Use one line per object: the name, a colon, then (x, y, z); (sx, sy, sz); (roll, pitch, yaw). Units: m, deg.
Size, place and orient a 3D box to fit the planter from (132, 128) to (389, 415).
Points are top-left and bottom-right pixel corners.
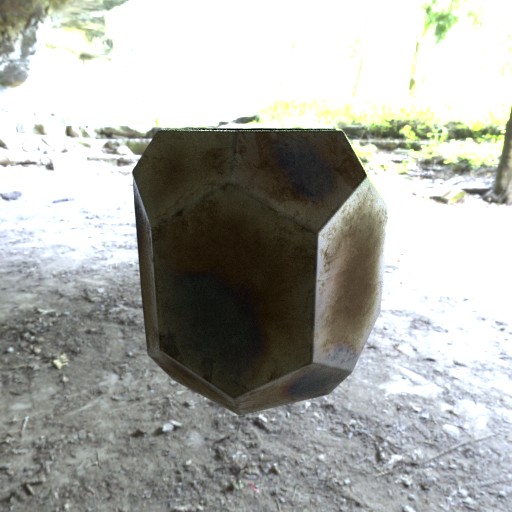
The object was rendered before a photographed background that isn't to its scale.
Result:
planter: (0.000, 0.000, 0.432); (0.243, 0.238, 0.221); (3, 17, 9)
